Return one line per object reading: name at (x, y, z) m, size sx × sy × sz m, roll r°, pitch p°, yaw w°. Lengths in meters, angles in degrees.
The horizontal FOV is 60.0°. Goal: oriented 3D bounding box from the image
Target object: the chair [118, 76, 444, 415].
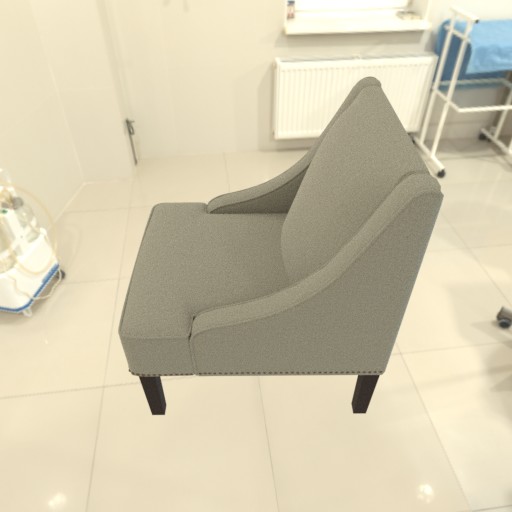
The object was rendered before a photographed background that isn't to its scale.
chair at (0.000, 0.000, 1.350) m, size 0.737 × 0.864 × 0.610 m, roll 0°, pitch 42°, yaw 0°
